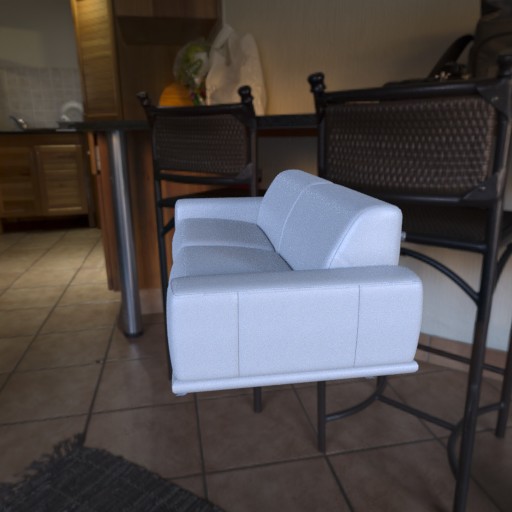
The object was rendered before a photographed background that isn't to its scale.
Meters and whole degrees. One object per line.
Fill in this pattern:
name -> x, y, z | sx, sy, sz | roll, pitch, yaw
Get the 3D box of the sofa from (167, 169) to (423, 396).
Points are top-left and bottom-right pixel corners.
sofa -> 0.000, 0.000, 2.368 | 0.900, 0.772, 1.901 | -3, 17, -9
